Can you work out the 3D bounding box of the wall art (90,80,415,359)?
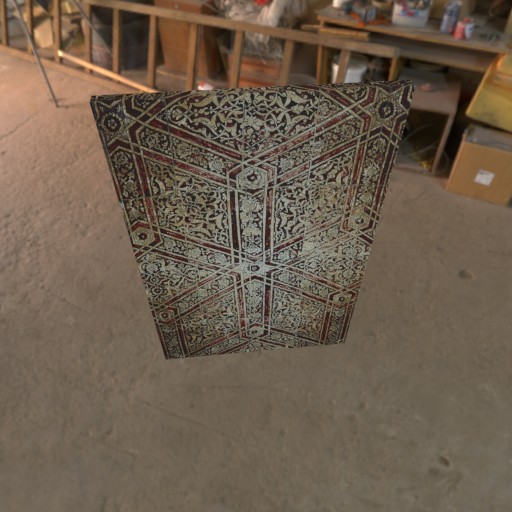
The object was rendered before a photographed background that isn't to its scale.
[{"bbox_3d":[0.000,0.000,1.152,0.599,0.904,0.030,-4,47,-4],"label":"wall art"}]
